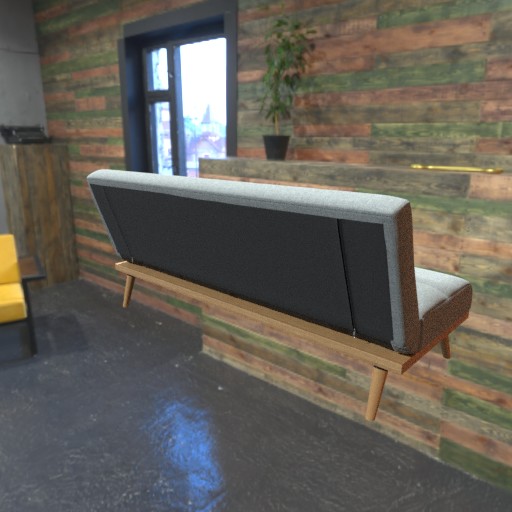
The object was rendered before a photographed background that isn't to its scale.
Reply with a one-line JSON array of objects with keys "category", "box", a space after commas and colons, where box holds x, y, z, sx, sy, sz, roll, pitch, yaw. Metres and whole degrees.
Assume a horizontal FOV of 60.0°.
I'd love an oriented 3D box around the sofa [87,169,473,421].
[{"category": "sofa", "box": [0.000, 0.000, 2.189, 1.820, 0.800, 0.800, 13, 20, 41]}]
